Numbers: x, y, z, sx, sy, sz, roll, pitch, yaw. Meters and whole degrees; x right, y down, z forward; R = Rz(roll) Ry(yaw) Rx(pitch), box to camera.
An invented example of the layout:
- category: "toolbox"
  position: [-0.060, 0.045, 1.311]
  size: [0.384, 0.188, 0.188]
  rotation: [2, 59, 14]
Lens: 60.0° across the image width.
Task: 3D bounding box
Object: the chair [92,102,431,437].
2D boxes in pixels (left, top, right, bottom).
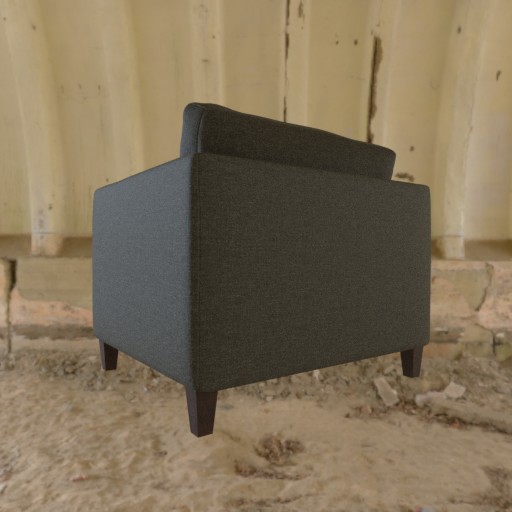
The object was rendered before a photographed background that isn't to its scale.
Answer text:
- category: "chair"
  position: [0.000, 0.000, 1.838]
  size: [1.107, 0.963, 0.959]
  rotation: [-1, 1, -36]
